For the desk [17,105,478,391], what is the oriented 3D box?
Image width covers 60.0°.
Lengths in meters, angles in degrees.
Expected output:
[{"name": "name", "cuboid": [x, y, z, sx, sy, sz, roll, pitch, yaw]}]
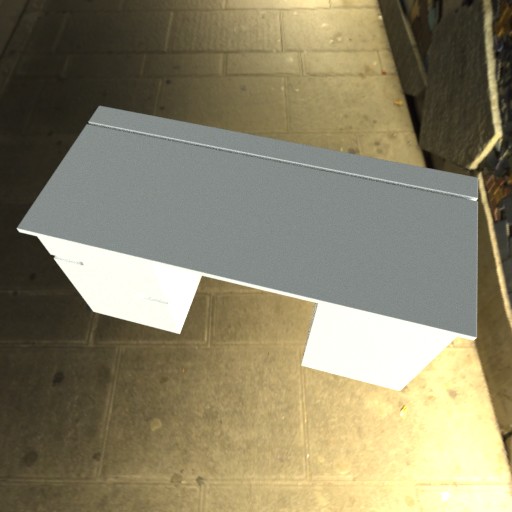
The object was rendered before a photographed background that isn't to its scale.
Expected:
[{"name": "desk", "cuboid": [0.000, 0.000, 1.957, 1.580, 0.760, 0.670, 13, 59, 8]}]
